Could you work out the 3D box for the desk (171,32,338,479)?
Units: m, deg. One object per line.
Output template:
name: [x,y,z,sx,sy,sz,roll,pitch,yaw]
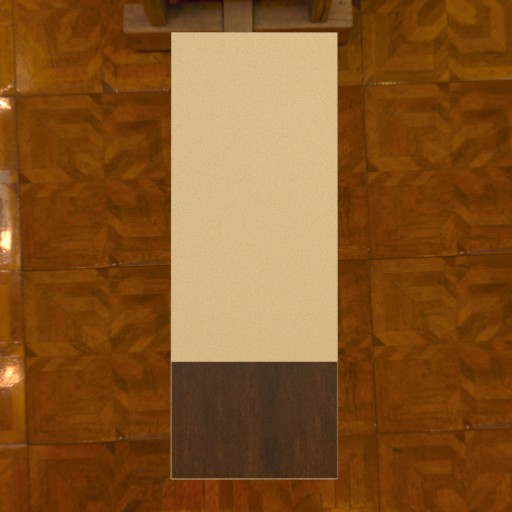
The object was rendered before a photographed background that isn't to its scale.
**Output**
desk: [0.000,0.000,1.441,0.409,0.761,1.069,0,90,0]
